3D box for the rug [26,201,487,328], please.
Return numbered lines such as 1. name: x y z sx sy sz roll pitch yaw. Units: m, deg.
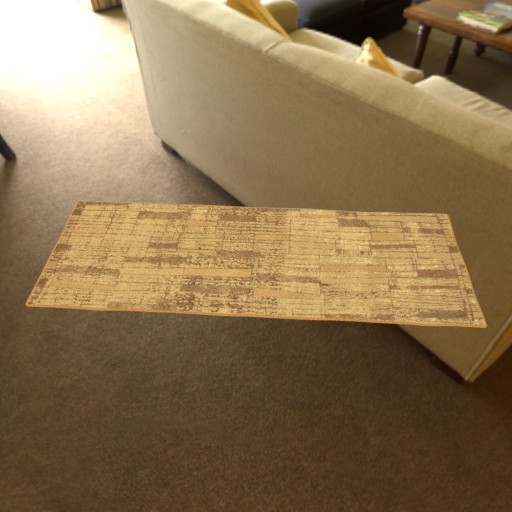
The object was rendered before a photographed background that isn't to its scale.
1. rug: 0.000 0.000 2.562 2.383 0.018 0.857 2 47 2
